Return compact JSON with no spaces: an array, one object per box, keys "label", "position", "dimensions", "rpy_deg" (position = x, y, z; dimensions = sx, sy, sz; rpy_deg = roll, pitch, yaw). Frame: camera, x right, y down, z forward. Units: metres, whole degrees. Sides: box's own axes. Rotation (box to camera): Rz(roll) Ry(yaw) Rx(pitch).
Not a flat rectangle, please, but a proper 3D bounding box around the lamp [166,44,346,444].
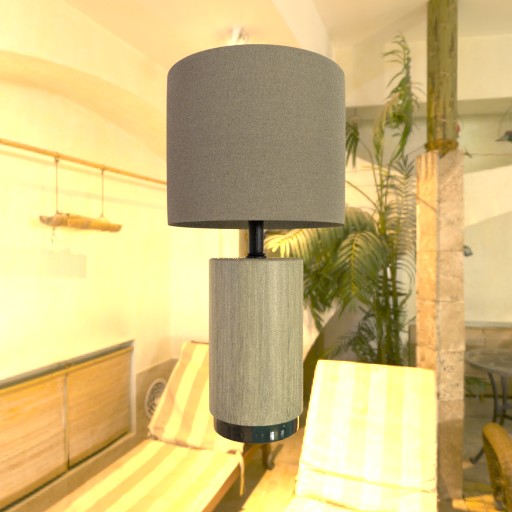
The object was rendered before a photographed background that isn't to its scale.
[{"label":"lamp","position":[0.000,0.000,0.577],"dimensions":[0.228,0.444,0.228],"rpy_deg":[0,1,20]}]
